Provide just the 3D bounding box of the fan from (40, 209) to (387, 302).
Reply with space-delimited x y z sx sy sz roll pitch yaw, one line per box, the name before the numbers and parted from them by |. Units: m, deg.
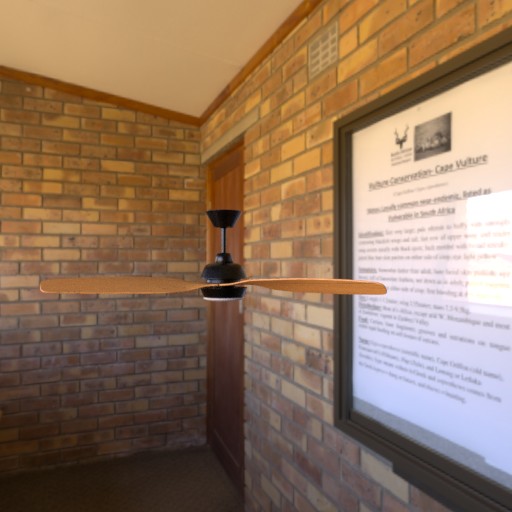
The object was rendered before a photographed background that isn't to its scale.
fan | 0.000 0.000 1.671 1.010 0.355 1.142 -1 -1 35
